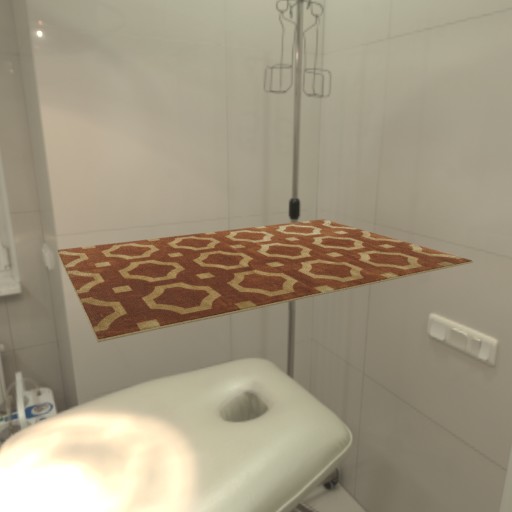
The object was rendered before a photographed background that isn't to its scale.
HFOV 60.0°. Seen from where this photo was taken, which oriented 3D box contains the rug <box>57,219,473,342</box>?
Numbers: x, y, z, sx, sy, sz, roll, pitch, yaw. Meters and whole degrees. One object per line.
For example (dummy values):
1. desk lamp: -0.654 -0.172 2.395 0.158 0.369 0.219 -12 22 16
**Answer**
1. rug: 0.000 0.000 2.935 2.286 0.016 1.555 -9 18 -28
